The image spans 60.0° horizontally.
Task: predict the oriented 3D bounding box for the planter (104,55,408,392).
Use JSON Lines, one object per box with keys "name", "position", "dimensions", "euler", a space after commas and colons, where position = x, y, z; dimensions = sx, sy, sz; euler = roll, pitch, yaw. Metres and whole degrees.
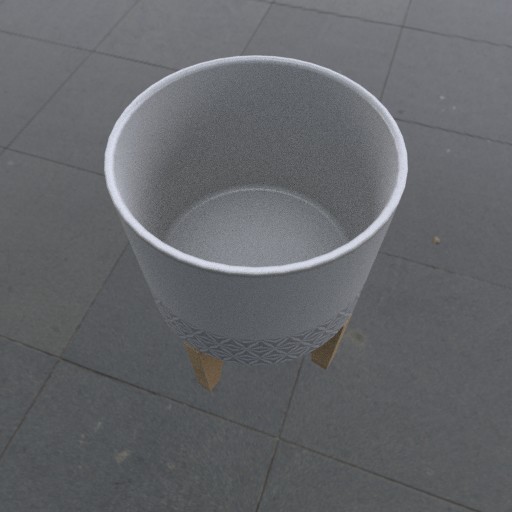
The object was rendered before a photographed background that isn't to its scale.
{"name": "planter", "position": [0.000, 0.000, 0.512], "dimensions": [0.249, 0.343, 0.249], "euler": [0, 57, 0]}
